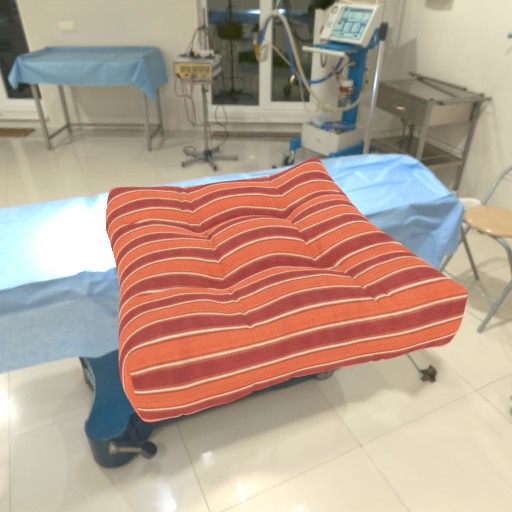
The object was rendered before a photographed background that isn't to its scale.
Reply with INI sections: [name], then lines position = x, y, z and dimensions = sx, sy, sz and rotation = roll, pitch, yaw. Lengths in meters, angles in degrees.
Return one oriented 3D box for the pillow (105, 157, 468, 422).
[pillow]
position = 0.000, 0.000, 0.738
dimensions = 0.468, 0.133, 0.490
rotation = -10, 35, -15
